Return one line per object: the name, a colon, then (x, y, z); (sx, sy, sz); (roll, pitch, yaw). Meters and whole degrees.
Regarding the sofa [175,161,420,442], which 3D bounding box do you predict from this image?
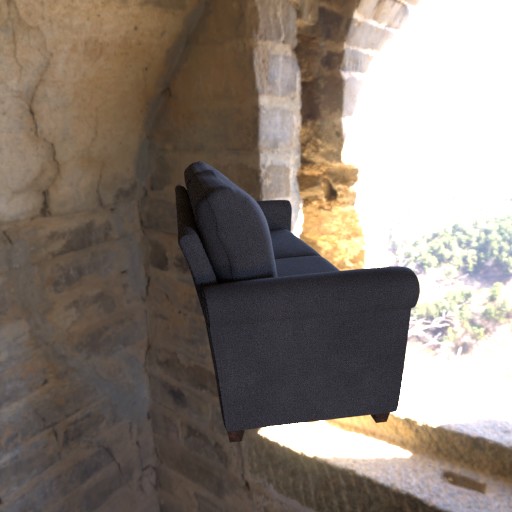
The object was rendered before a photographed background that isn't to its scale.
sofa: (0.000, 0.000, 2.439); (0.842, 0.942, 1.935); (-3, 16, -10)
